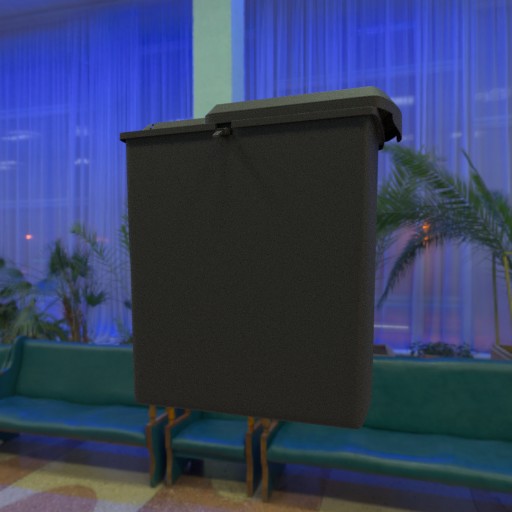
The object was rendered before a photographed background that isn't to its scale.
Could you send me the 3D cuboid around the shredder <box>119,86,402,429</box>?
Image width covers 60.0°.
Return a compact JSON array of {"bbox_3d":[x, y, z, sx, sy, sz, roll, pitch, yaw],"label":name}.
[{"bbox_3d":[0.000,0.000,0.511,0.320,0.335,0.170,0,0,18],"label":"shredder"}]
